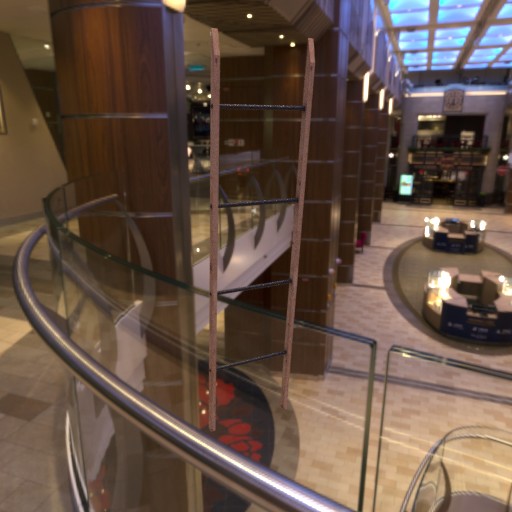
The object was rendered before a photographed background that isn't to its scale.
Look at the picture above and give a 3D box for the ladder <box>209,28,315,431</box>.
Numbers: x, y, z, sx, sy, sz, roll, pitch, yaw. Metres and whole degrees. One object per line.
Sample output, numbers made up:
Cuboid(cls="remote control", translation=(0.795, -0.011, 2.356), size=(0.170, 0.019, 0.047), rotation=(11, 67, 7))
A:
Cuboid(cls="ladder", translation=(0.000, 0.000, 2.007), size=(0.442, 1.805, 0.200), rotation=(-8, 17, -25))
